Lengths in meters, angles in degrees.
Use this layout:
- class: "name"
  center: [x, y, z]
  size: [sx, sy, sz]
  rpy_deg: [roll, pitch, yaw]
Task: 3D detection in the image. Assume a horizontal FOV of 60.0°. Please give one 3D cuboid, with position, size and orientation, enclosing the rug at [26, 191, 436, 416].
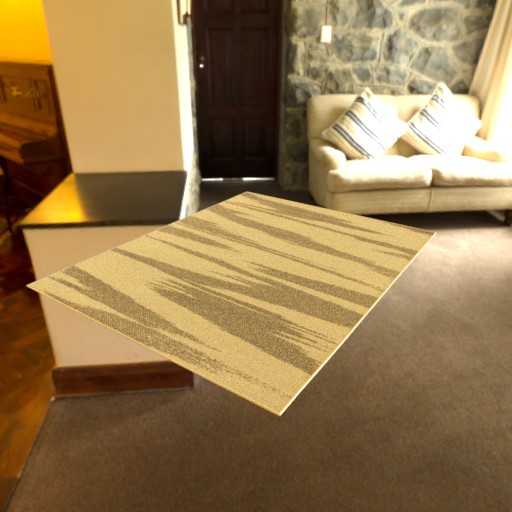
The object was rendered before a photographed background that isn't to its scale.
- class: "rug"
  center: [0.000, 0.000, 3.946]
  size: [2.353, 0.014, 2.945]
  rpy_deg: [17, 30, 31]
